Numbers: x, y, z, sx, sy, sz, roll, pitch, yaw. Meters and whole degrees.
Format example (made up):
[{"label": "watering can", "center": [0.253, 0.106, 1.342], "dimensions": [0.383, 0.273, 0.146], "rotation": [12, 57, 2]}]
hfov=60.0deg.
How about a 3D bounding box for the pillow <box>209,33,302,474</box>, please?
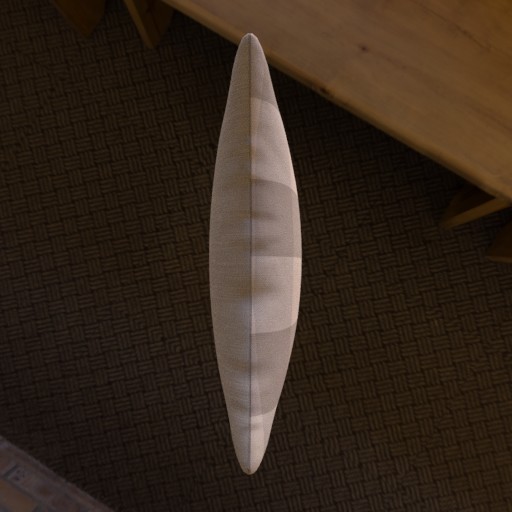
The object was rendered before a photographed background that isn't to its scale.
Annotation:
[{"label": "pillow", "center": [0.000, 0.000, 0.762], "dimensions": [0.161, 0.509, 0.511], "rotation": [0, 89, 2]}]
